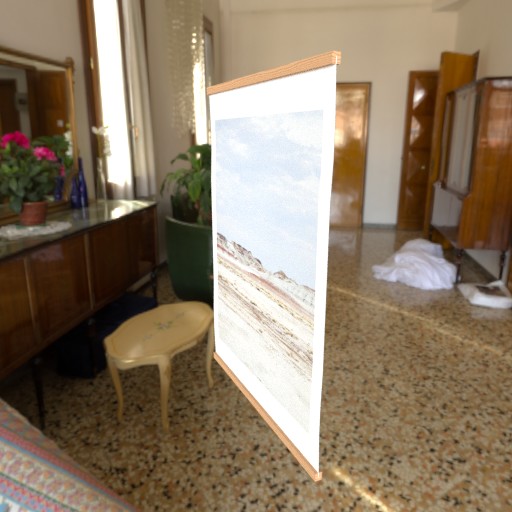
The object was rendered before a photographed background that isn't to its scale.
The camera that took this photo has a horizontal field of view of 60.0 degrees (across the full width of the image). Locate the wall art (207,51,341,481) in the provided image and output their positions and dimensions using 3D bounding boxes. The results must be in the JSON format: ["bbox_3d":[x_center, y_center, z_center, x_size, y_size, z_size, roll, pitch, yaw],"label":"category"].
[{"bbox_3d":[0.000,0.000,1.330,0.020,1.016,0.739,-7,16,-25],"label":"wall art"}]
